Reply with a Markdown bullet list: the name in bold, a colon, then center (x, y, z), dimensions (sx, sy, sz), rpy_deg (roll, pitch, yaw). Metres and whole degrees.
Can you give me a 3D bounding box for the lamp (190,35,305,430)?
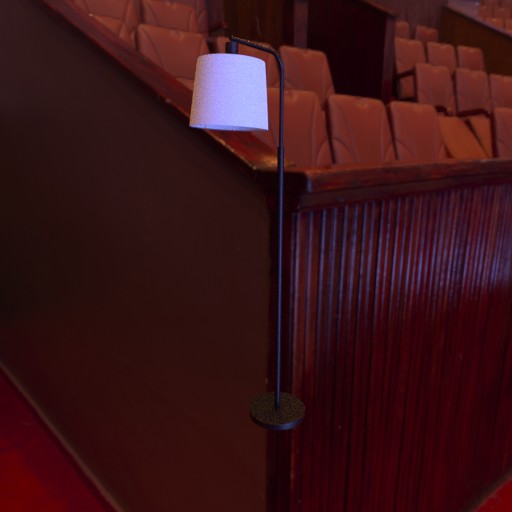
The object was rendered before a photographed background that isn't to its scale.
- **lamp**: center (0.000, 0.000, 1.664), dimensions (0.254, 1.478, 0.508), rpy_deg (15, 21, 43)
